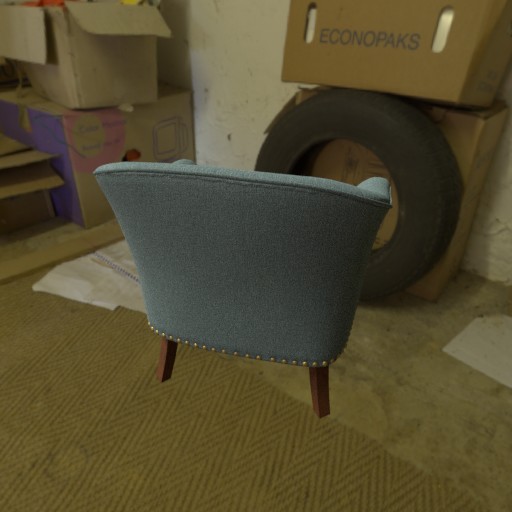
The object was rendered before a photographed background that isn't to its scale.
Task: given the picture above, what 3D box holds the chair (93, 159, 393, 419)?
[{"bbox_3d":[0.000,0.000,1.412,0.772,0.815,0.704,9,32,14],"label":"chair"}]
